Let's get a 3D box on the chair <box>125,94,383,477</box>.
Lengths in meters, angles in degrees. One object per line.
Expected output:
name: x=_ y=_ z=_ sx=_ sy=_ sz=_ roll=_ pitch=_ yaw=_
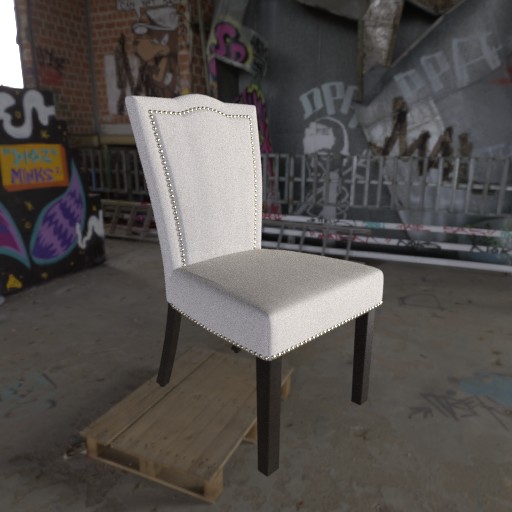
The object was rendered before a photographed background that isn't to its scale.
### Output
chair: x=0.000 y=0.000 z=1.322 sx=0.589 sy=0.946 sz=0.518 roll=14 pitch=20 yaw=43
